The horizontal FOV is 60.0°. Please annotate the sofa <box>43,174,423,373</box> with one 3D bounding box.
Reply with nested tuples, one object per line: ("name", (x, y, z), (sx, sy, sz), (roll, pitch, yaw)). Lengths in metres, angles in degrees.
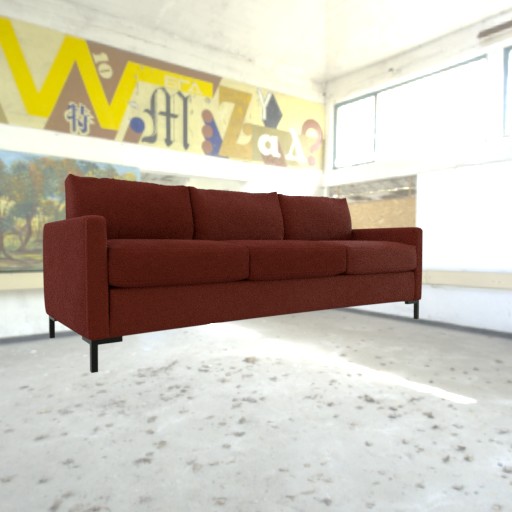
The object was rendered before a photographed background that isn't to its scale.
("sofa", (0.000, 0.000, 2.705), (2.252, 0.879, 0.875), (-1, 2, -36))
